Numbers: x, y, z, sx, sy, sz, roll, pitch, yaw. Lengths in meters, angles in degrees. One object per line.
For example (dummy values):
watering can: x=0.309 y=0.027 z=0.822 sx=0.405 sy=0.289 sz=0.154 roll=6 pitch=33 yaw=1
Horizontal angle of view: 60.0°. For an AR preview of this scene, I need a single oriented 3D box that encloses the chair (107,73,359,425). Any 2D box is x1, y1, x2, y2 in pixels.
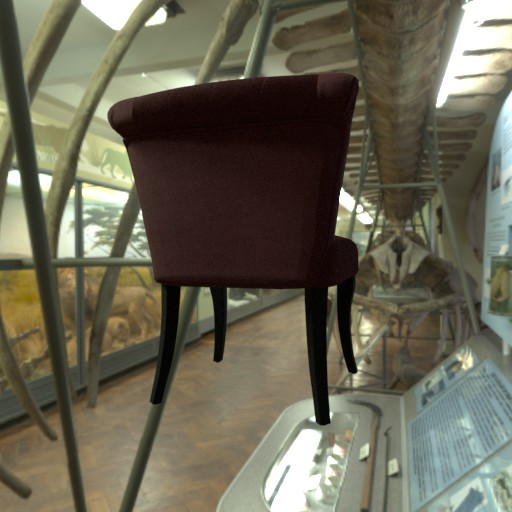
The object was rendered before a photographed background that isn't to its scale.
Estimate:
chair: x=0.000 y=0.000 z=1.200 sx=0.582 sy=0.750 sz=0.605 roll=0 pitch=1 yaw=18
